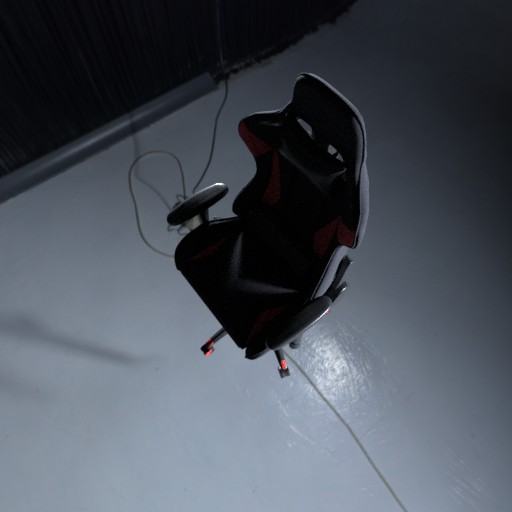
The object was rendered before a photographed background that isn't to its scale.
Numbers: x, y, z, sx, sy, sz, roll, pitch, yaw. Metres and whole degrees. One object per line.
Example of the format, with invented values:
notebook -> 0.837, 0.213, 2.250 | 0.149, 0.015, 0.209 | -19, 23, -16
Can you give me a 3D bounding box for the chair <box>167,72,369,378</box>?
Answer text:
chair -> 0.000, 0.000, 1.693 | 0.658, 1.326, 0.695 | -35, 68, -16
